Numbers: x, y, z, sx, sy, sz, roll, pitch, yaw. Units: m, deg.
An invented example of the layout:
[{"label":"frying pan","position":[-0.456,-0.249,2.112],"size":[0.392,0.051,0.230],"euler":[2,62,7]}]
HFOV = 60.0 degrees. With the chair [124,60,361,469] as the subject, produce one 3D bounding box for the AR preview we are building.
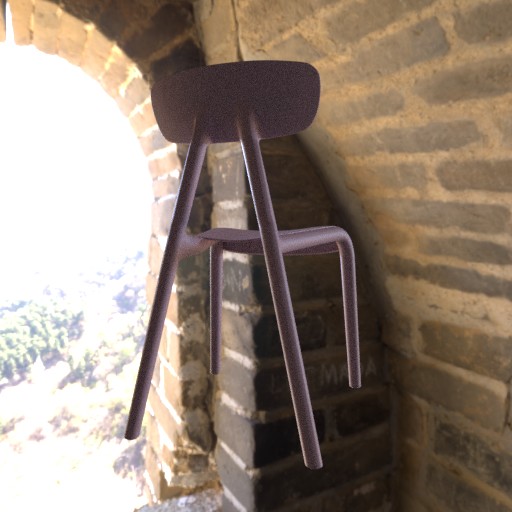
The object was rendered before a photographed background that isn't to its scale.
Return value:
[{"label":"chair","position":[0.000,0.000,0.838],"size":[0.356,0.580,0.401],"euler":[0,1,18]}]
